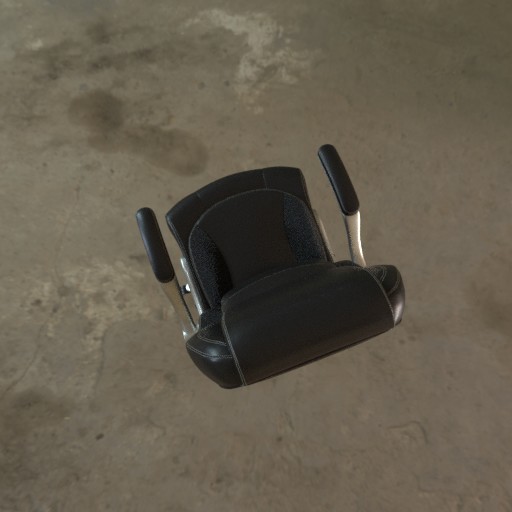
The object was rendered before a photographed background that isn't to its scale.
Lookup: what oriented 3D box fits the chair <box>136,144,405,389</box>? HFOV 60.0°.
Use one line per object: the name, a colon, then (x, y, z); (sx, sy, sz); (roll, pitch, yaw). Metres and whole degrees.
chair: (0.000, 0.000, 1.614); (0.724, 1.141, 0.801); (-20, 77, -5)
